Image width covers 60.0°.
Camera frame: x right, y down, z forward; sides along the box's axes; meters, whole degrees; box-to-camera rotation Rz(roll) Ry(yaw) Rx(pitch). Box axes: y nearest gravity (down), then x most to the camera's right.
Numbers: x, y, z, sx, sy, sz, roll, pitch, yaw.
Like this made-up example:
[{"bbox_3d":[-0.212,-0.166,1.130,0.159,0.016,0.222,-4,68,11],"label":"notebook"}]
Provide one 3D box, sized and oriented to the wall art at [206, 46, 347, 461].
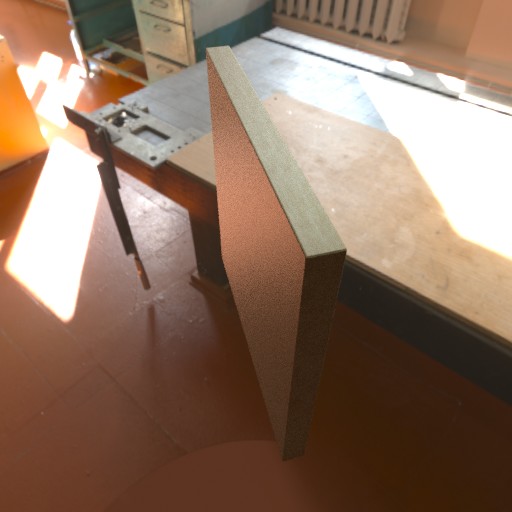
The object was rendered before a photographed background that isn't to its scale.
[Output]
[{"bbox_3d":[0.000,0.000,0.754,0.040,0.506,0.503,-11,47,-10],"label":"wall art"}]
